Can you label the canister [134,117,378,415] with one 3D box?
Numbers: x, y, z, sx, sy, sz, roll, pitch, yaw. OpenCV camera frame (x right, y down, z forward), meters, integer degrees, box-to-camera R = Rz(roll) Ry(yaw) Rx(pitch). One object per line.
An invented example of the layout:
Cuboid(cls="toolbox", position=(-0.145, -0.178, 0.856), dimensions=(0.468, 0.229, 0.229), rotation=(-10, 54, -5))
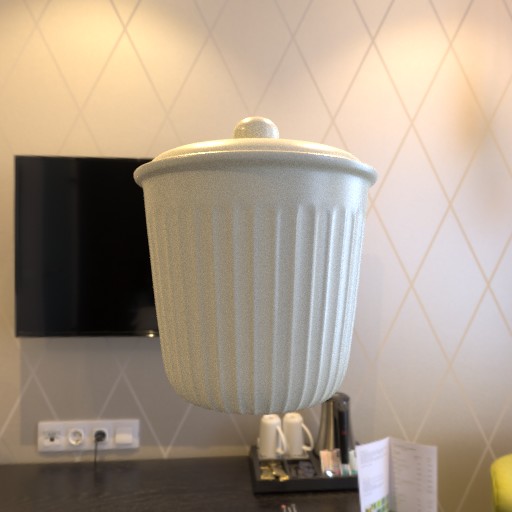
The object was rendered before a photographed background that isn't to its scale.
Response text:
Cuboid(cls="canister", position=(0.000, 0.000, 0.340), dimensions=(0.181, 0.211, 0.181), rotation=(0, 0, 0))
